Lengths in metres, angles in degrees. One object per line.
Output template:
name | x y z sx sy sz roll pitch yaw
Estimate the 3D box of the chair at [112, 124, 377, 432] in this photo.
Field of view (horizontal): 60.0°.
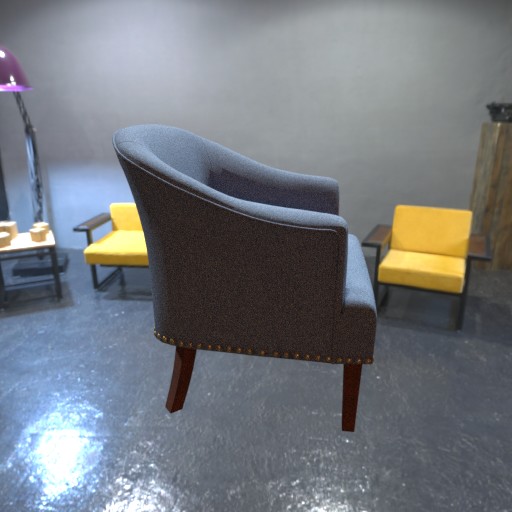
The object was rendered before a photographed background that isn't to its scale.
chair | 0.000 0.000 1.434 0.704 0.815 0.772 3 18 8
